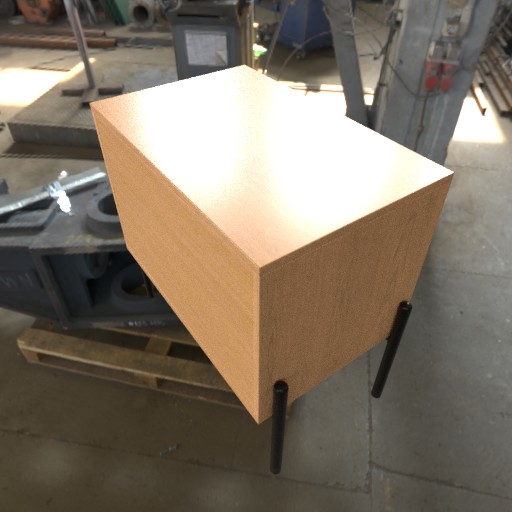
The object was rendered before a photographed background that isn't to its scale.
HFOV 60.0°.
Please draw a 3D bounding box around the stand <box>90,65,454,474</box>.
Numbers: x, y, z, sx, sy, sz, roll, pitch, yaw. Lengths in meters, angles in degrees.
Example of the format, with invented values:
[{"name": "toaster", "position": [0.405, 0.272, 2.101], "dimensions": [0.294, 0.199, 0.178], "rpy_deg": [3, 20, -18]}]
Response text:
[{"name": "stand", "position": [0.000, 0.000, 0.993], "dimensions": [0.400, 0.600, 0.630], "rpy_deg": [-25, 48, -25]}]
